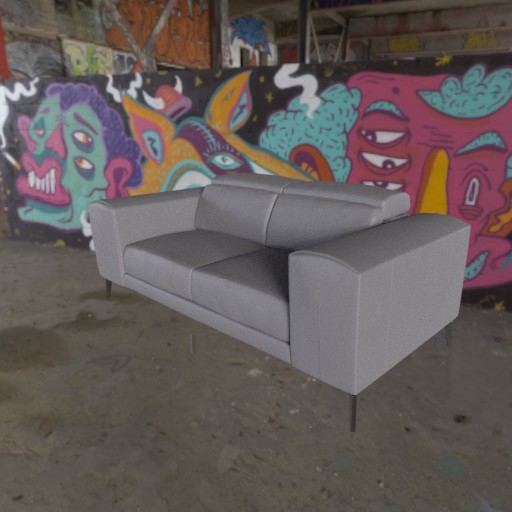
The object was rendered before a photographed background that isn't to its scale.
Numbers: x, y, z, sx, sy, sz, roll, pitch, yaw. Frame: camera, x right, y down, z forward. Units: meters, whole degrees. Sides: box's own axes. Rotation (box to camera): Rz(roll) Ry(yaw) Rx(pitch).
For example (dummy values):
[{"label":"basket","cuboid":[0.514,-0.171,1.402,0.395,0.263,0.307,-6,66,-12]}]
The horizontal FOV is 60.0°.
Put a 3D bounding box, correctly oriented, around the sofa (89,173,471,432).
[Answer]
[{"label":"sofa","cuboid":[0.000,0.000,2.427,1.895,0.779,1.003,15,23,42]}]
